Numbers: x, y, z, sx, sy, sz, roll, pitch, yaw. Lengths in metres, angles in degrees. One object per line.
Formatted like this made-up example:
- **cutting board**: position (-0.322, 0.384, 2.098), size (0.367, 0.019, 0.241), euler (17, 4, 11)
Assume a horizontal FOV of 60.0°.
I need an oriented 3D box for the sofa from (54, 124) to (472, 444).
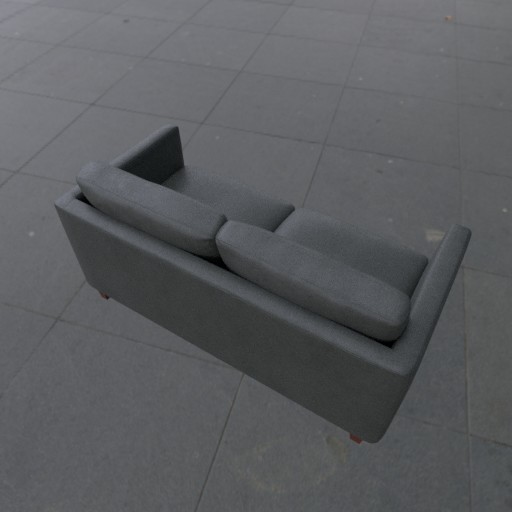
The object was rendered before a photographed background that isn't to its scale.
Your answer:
- **sofa**: position (0.000, 0.000, 2.381), size (1.883, 0.933, 0.951), euler (24, 51, 21)
